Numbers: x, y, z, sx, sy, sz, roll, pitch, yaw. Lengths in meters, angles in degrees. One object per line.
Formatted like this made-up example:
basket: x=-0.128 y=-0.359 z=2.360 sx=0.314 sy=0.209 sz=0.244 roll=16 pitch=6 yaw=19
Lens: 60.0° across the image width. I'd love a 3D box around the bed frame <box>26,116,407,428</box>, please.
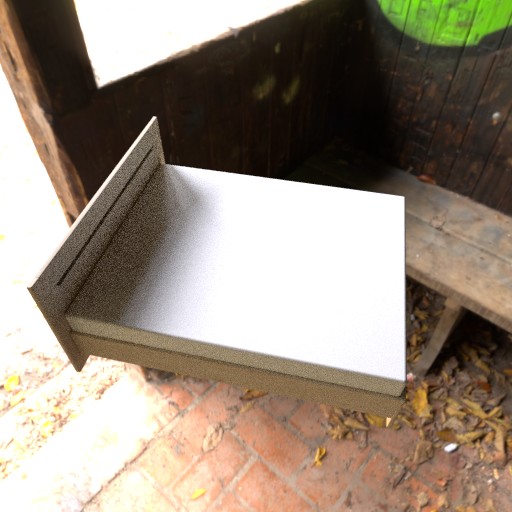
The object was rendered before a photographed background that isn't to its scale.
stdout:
bed frame: x=0.000 y=0.000 z=3.106 sx=2.080 sy=0.900 sz=1.800 roll=9 pitch=47 yaw=9
